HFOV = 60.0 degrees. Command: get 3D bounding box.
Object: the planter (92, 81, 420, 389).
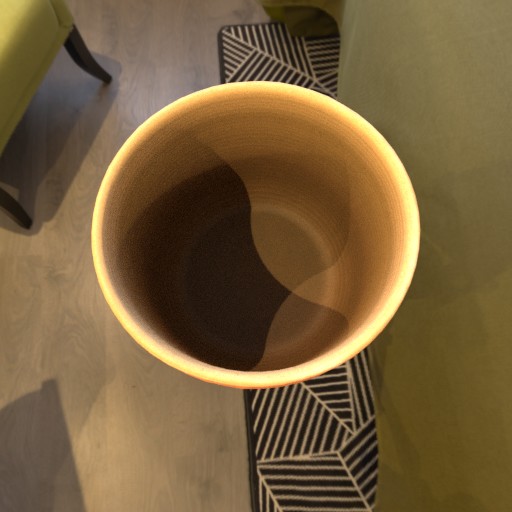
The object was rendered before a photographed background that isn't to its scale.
[{"bbox_3d":[0.000,0.000,0.292,0.170,0.152,0.170,0,75,0],"label":"planter"}]
